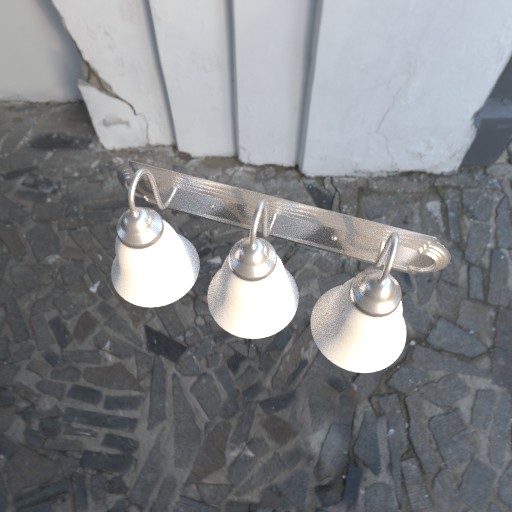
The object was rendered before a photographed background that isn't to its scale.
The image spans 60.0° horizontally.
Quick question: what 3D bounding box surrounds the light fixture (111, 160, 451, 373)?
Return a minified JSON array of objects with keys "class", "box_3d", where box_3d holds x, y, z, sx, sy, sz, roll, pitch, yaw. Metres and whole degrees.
[{"class":"light fixture","box_3d":[0.000,0.000,0.714,0.610,0.222,0.199,15,60,9]}]
